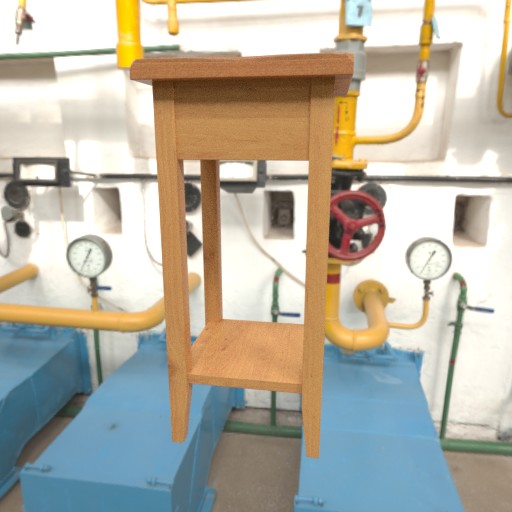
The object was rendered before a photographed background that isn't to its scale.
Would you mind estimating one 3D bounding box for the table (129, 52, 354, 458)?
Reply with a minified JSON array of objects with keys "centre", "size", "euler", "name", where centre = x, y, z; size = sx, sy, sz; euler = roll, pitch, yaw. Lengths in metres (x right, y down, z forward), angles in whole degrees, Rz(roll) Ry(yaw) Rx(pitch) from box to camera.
[{"centre":[0.000,0.000,0.956],"size":[0.360,0.740,0.360],"euler":[2,15,9],"name":"table"}]
